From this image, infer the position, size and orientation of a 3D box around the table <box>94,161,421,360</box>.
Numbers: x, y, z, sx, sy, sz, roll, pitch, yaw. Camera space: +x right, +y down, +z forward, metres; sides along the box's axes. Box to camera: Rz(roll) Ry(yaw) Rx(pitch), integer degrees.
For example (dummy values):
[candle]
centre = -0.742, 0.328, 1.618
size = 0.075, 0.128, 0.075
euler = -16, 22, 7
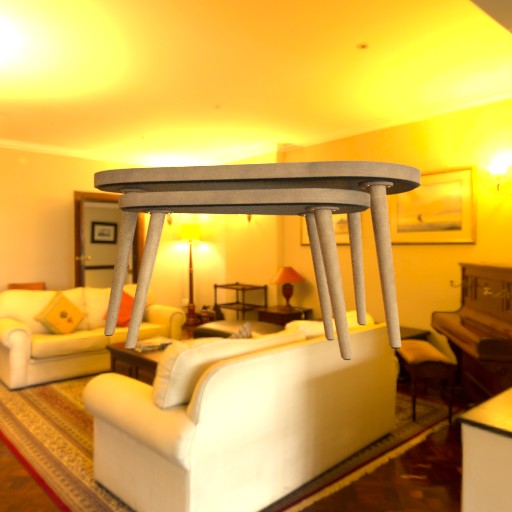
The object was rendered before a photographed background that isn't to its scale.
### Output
[table]
centre = 0.000, 0.000, 1.578
size = 1.190, 0.595, 0.701
euler = 0, 1, 0
